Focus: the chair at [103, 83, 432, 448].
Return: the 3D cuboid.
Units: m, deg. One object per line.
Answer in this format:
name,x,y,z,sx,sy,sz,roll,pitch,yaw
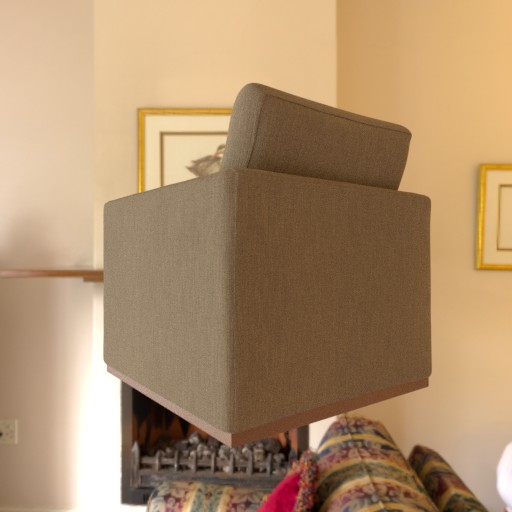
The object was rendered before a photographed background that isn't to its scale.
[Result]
chair,0.000,0.000,1.466,0.763,0.811,0.834,0,0,-37
